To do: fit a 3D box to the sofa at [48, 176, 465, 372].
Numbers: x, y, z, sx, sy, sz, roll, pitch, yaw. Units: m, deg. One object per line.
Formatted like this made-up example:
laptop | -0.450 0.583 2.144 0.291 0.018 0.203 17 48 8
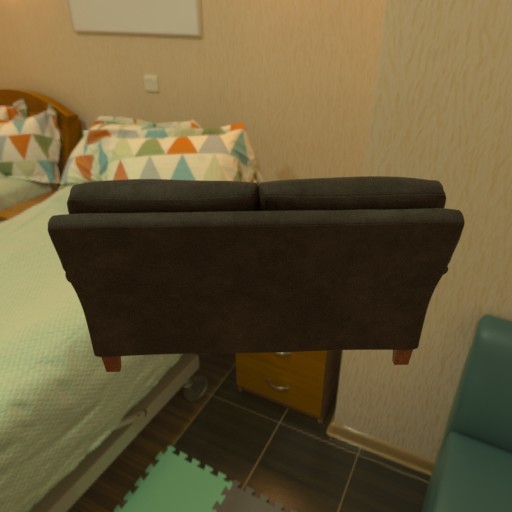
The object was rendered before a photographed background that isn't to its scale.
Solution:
sofa | 0.000 0.000 2.541 1.853 1.101 1.084 -1 29 -2
